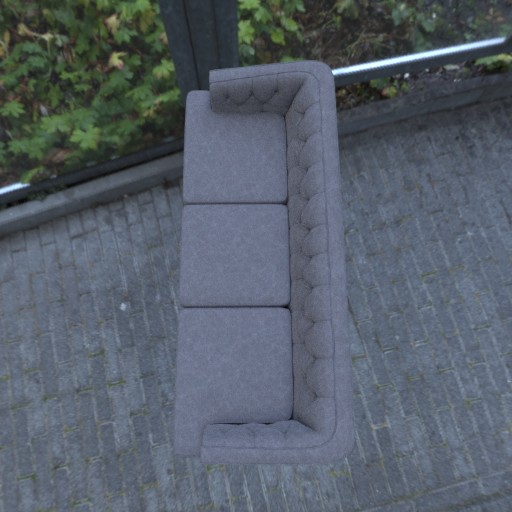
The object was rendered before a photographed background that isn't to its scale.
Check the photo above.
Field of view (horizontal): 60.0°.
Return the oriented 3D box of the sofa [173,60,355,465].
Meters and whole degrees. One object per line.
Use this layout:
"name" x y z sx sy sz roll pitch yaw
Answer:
"sofa" 0.000 0.000 2.680 0.917 0.806 2.247 0 75 0
